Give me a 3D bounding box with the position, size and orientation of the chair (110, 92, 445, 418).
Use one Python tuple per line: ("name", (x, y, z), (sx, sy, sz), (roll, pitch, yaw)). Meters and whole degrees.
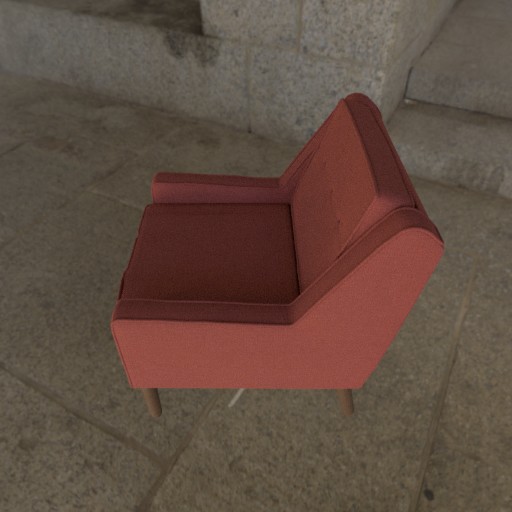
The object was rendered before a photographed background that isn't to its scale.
("chair", (0.000, 0.000, 1.366), (0.770, 0.812, 0.680), (0, 43, 0))
